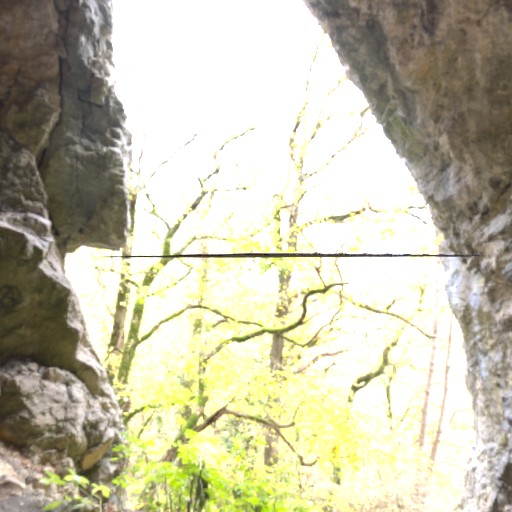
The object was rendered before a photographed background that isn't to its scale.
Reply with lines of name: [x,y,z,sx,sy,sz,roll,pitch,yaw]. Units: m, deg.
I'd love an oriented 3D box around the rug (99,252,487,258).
rug: [0.000,0.000,2.295,1.084,0.013,1.849,0,-1,-37]
